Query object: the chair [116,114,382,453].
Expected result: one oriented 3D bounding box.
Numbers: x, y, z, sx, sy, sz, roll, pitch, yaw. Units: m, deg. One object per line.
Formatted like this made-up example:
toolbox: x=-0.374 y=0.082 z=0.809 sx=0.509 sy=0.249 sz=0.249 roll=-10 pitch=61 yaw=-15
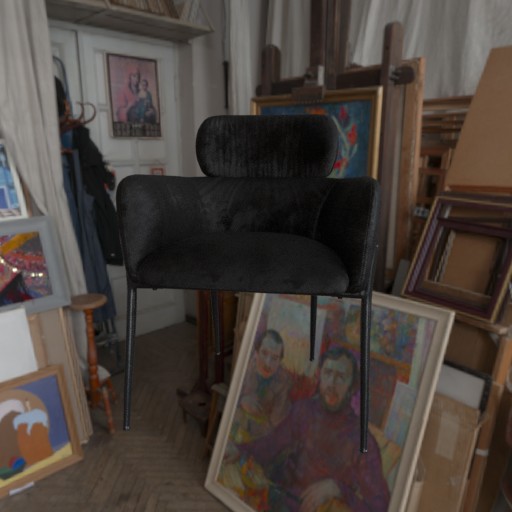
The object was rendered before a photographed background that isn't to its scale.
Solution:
chair: x=0.000 y=0.000 z=1.279 sx=0.640 sy=0.818 sz=0.604 roll=2 pitch=14 yaw=8
